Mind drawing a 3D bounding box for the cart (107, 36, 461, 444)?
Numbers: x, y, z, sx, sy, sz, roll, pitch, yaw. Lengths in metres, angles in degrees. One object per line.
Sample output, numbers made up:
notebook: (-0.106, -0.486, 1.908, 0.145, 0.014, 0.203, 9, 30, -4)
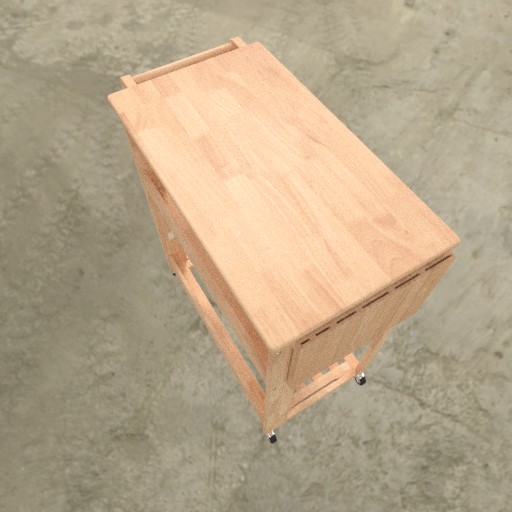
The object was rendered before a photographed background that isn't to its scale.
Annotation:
cart: (0.000, 0.000, 1.344, 0.432, 0.879, 0.853, -27, 62, -16)
